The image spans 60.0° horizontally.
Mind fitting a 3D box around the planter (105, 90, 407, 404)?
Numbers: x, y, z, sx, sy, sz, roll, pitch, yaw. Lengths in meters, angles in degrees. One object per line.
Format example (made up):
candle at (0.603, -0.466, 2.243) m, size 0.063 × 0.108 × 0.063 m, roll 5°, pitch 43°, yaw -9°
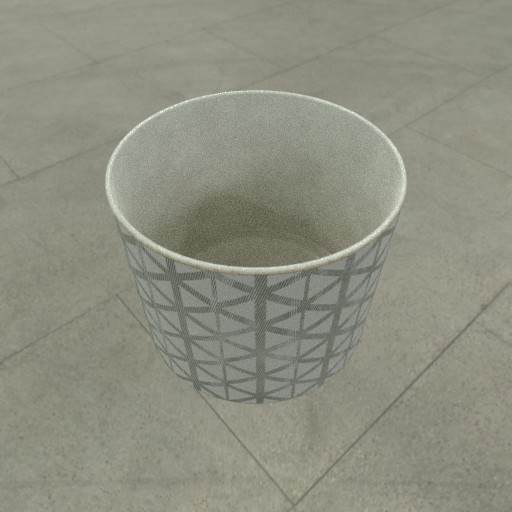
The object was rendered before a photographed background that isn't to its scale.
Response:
planter at (0.000, 0.000, 0.463) m, size 0.250 × 0.239 × 0.250 m, roll 0°, pitch 47°, yaw 0°
